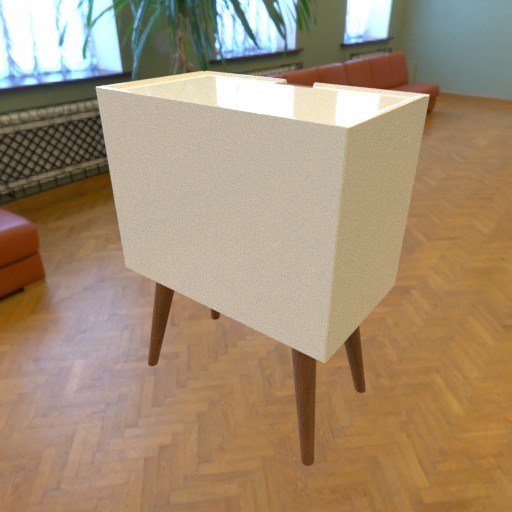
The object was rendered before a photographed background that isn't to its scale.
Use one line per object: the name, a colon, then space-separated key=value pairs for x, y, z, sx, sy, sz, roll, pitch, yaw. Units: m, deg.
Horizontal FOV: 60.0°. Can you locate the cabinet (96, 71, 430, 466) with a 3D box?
cabinet: x=0.000 y=0.000 z=1.088 sx=0.591 sy=0.772 sz=0.344 roll=21 pitch=35 yaw=32
